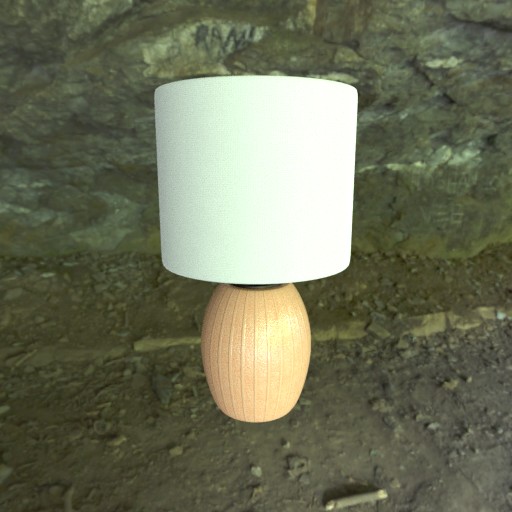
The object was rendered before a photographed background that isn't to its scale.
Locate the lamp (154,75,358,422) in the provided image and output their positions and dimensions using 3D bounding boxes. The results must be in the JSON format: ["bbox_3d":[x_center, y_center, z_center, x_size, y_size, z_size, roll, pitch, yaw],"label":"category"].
[{"bbox_3d":[0.000,0.000,0.790,0.329,0.570,0.329,0,12,0],"label":"lamp"}]
